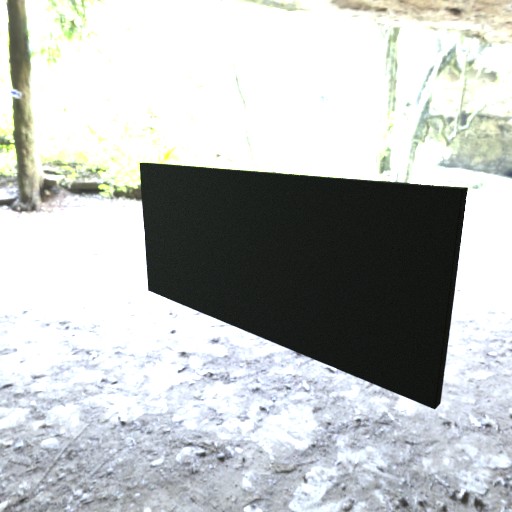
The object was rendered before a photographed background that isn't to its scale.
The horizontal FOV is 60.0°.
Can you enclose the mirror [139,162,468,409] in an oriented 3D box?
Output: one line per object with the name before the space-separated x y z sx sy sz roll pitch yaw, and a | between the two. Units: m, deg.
mirror | 0.000 0.000 1.835 1.584 0.692 0.047 14 21 41
